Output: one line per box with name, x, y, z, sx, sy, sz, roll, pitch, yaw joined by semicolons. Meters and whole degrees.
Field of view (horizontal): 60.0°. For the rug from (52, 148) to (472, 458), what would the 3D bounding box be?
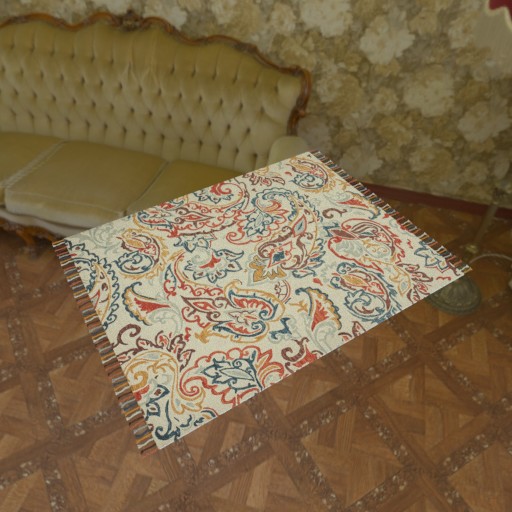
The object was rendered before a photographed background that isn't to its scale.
rug;0.000;0.000;4.285;3.274;0.015;2.439;-24;50;-22
